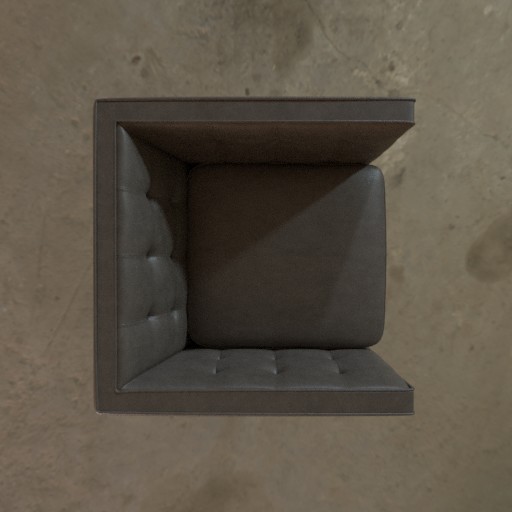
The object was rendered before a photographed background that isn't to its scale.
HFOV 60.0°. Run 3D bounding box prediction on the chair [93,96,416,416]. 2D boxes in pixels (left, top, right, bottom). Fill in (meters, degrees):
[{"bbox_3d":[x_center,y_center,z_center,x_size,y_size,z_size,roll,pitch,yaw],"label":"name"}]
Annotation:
[{"bbox_3d":[0.000,0.000,1.561,0.894,0.790,0.880,0,90,0],"label":"chair"}]
